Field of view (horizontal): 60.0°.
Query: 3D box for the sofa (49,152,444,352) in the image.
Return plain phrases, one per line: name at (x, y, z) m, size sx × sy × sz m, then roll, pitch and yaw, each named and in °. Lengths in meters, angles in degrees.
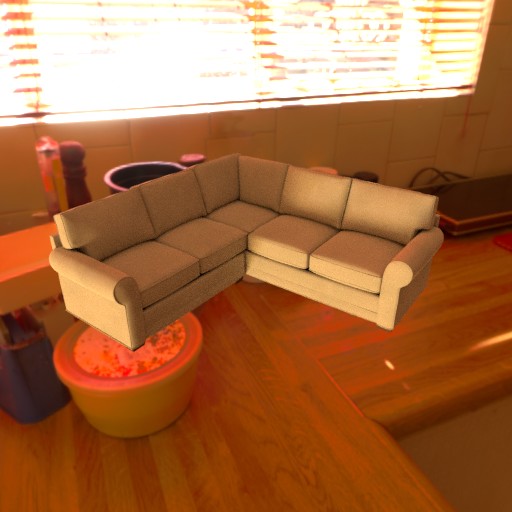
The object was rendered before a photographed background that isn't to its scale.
sofa at (0.000, 0.000, 3.930) m, size 2.562 × 1.053 × 2.487 m, roll 19°, pitch 33°, yaw 32°
